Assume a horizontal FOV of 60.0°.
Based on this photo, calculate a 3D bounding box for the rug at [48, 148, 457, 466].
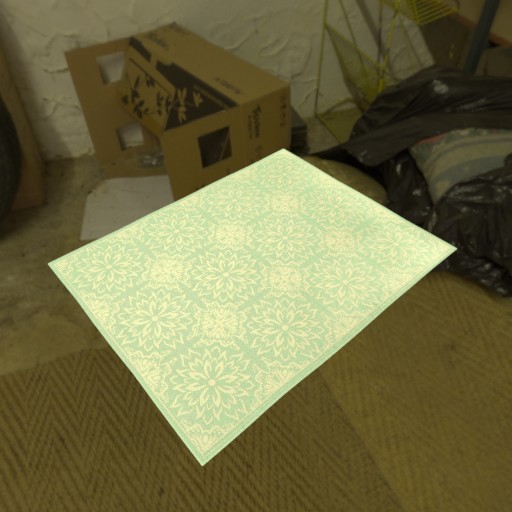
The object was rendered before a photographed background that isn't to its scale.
[{"bbox_3d":[0.000,0.000,4.108,2.980,0.012,2.363,-32,53,-28],"label":"rug"}]
